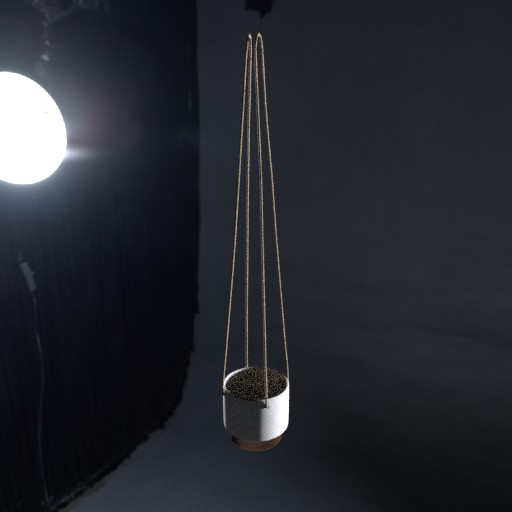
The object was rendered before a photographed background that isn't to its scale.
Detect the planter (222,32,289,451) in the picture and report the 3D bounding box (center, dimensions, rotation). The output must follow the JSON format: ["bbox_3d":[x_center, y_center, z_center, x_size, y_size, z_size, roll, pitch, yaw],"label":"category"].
[{"bbox_3d":[0.000,0.000,0.911,0.146,0.841,0.146,7,16,27],"label":"planter"}]
